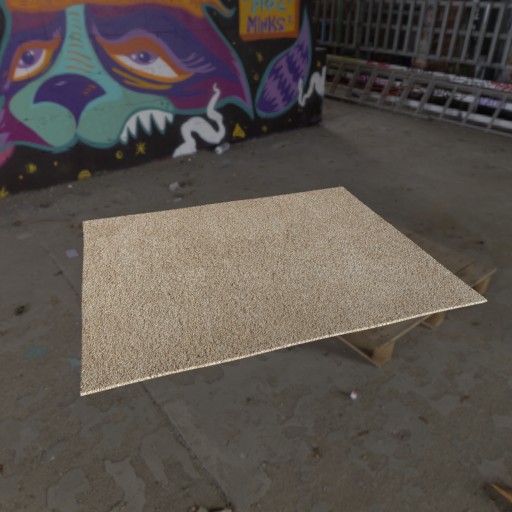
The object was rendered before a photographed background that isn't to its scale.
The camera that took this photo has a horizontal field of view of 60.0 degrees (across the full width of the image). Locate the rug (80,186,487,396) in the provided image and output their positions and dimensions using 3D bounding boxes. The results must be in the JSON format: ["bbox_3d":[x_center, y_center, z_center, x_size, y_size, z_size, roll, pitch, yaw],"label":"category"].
[{"bbox_3d":[0.000,0.000,4.027,3.000,0.025,2.400,-10,33,-15],"label":"rug"}]
